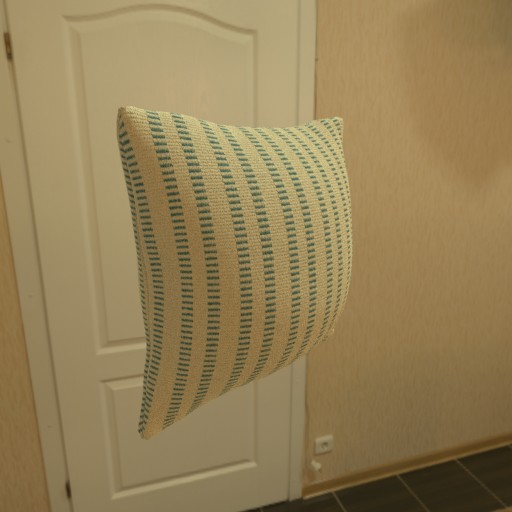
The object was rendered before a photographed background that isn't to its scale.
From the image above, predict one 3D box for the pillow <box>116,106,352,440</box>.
[{"bbox_3d":[0.000,0.000,0.679,0.247,0.419,0.438,14,20,41],"label":"pillow"}]
